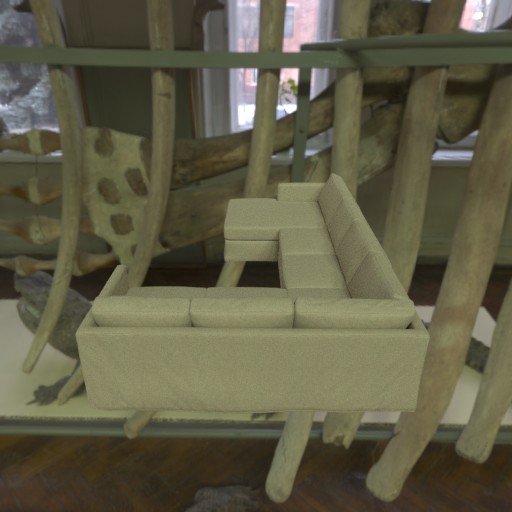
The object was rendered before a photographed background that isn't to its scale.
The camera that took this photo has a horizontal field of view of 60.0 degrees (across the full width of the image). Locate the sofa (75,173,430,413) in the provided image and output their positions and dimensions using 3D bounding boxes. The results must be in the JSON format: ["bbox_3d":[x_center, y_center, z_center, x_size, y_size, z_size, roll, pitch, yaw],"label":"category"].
[{"bbox_3d":[0.000,0.000,4.649,2.476,0.878,3.528,0,26,1],"label":"sofa"}]
